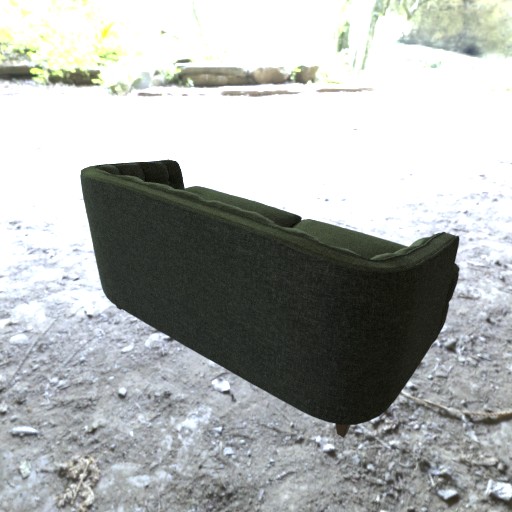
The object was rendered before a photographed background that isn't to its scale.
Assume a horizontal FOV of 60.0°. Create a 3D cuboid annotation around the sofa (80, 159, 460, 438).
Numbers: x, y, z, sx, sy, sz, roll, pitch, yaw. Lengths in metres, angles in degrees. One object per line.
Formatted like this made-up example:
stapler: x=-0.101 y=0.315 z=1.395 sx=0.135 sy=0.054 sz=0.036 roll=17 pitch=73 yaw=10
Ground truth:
sofa: x=0.000 y=0.000 z=2.209 sx=1.733 sy=0.855 sz=0.941 roll=21 pitch=36 yaw=32
